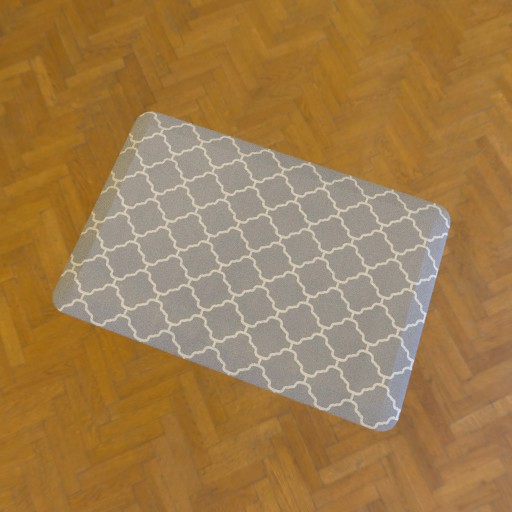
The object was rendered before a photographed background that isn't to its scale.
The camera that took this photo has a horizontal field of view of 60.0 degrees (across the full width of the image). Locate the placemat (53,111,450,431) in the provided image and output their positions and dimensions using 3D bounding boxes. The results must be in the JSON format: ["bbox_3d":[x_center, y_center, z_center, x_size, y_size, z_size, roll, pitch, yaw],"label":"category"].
[{"bbox_3d":[0.000,0.000,0.961,0.762,0.021,0.508,19,76,5],"label":"placemat"}]
